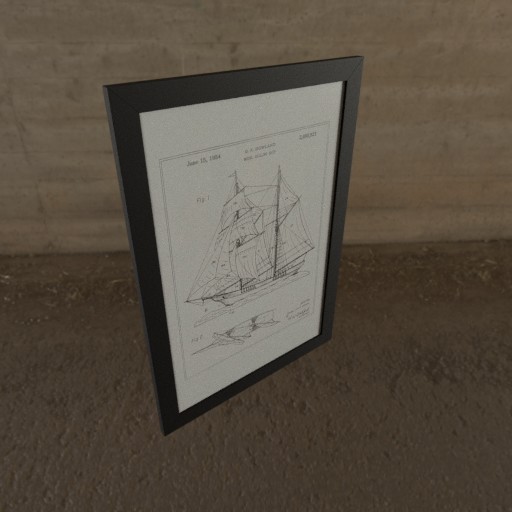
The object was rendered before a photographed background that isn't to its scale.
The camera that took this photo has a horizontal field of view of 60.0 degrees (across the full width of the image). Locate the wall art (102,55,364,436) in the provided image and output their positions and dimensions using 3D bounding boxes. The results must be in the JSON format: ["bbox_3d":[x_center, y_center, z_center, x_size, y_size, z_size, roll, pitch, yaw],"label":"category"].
[{"bbox_3d":[0.000,0.000,0.582,0.326,0.459,0.011,-22,37,-31],"label":"wall art"}]
